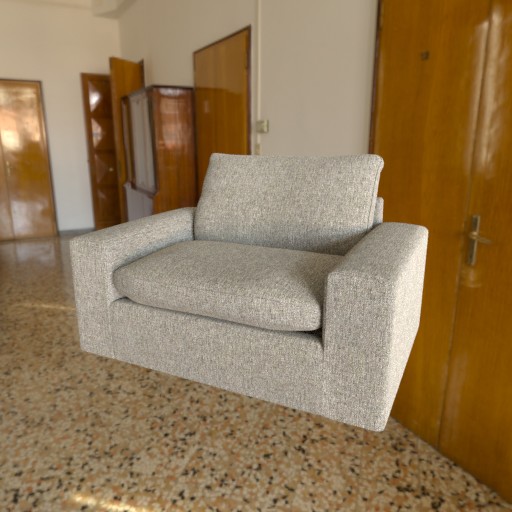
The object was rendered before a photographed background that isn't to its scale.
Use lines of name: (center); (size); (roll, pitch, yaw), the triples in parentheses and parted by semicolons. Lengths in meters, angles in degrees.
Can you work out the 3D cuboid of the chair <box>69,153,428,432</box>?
chair: (0.000, 0.000, 2.064); (1.398, 0.915, 1.039); (7, 16, 25)
